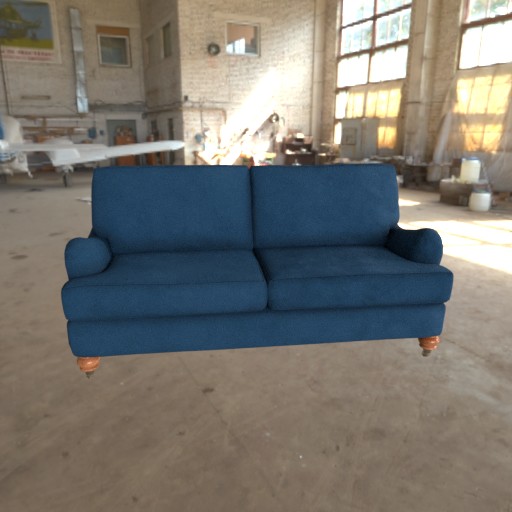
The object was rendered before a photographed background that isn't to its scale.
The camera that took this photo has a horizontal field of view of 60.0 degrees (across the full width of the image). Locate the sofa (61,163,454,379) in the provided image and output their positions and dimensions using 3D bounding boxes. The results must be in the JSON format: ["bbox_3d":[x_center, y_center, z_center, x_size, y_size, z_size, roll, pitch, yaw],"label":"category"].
[{"bbox_3d":[0.000,0.000,2.800,2.141,1.101,1.084,-2,15,-7],"label":"sofa"}]
